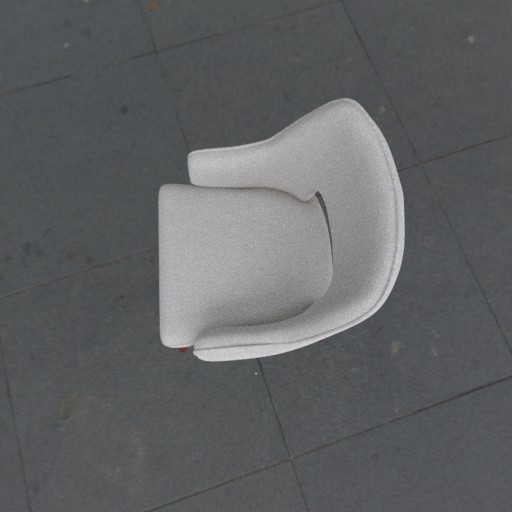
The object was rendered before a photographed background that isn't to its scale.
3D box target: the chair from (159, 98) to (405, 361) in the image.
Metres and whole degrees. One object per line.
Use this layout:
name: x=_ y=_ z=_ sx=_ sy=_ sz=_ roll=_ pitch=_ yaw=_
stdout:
chair: x=0.000 y=0.000 z=1.240 sx=0.580 sy=0.840 sz=0.560 roll=-4 pitch=75 yaw=-1
